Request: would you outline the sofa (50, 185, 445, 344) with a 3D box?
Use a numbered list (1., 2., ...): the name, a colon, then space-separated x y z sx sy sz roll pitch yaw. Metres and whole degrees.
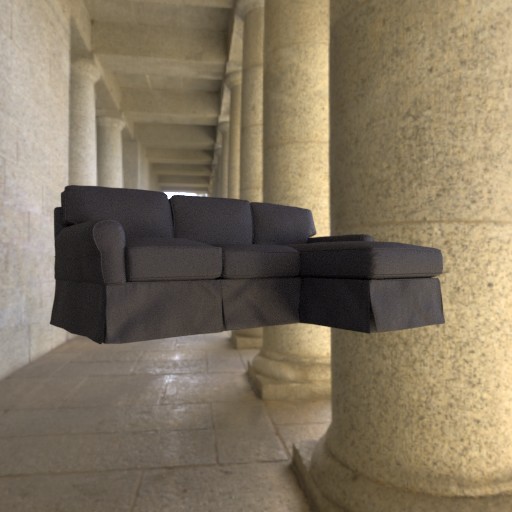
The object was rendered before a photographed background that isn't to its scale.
1. sofa: 0.000 0.000 3.306 2.518 1.039 1.637 1 -1 -37
